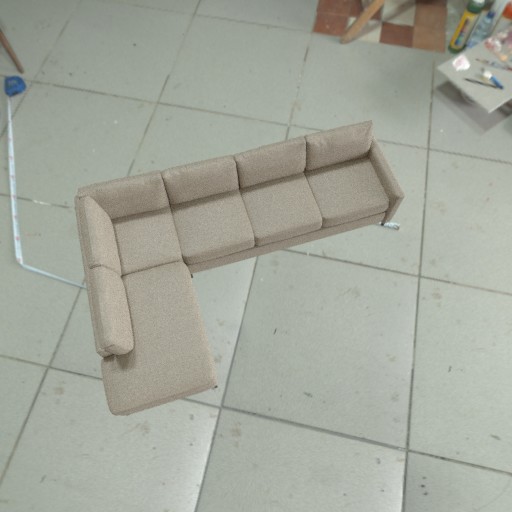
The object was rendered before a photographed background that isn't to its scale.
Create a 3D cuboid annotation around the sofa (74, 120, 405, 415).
[{"bbox_3d":[0.000,0.000,3.273,2.423,0.703,1.617,-15,66,-7],"label":"sofa"}]
